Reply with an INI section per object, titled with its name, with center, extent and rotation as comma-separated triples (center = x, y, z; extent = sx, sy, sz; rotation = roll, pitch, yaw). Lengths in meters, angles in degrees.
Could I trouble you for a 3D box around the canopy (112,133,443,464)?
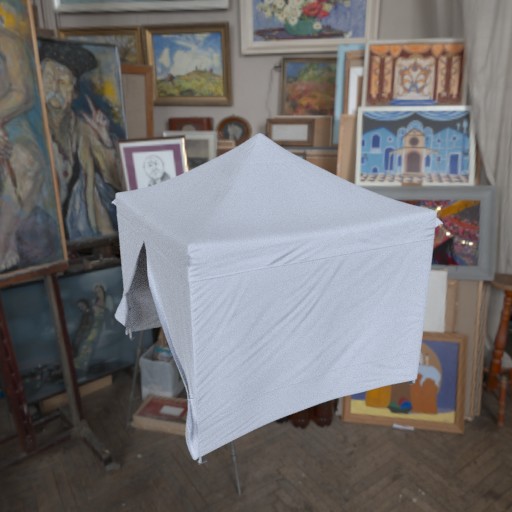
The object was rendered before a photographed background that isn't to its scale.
[canopy]
center = 0.000, 0.000, 5.615
extent = 3.121, 2.997, 3.043
rotation = -9, 20, -27
